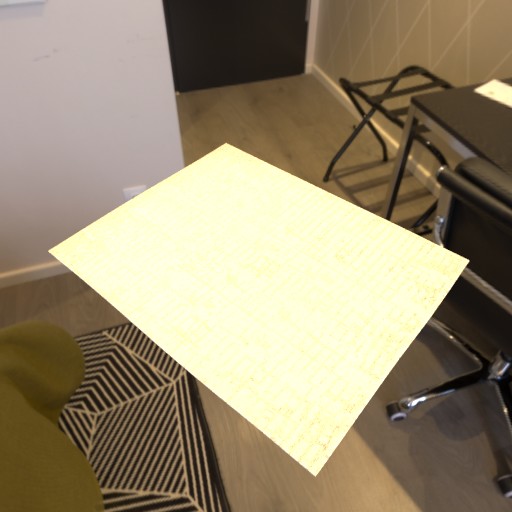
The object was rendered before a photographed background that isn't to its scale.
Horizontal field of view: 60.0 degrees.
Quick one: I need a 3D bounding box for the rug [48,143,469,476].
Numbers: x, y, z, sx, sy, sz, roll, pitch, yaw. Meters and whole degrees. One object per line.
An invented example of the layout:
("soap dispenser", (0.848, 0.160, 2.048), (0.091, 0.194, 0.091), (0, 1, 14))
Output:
("rug", (0.000, 0.000, 4.094), (3.061, 0.014, 2.447), (32, 54, 27))
